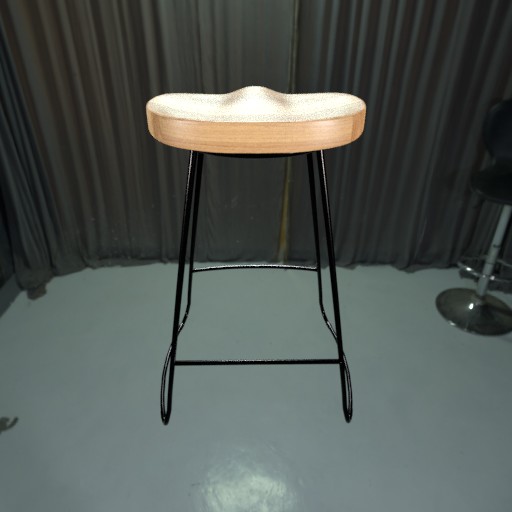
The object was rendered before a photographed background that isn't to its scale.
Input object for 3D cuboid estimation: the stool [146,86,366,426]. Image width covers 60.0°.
[{"bbox_3d":[0.000,0.000,0.984,0.480,0.679,0.401,0,31,-1],"label":"stool"}]
